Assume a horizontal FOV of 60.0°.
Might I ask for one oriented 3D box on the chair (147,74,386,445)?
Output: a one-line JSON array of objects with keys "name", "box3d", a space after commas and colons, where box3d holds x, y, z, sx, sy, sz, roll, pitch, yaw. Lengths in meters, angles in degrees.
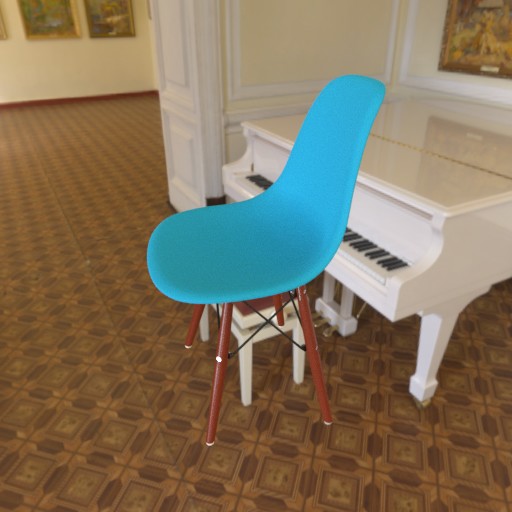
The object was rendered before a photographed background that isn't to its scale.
[{"name": "chair", "box3d": [0.000, 0.000, 1.121, 0.533, 0.826, 0.470, -8, 31, -14]}]
